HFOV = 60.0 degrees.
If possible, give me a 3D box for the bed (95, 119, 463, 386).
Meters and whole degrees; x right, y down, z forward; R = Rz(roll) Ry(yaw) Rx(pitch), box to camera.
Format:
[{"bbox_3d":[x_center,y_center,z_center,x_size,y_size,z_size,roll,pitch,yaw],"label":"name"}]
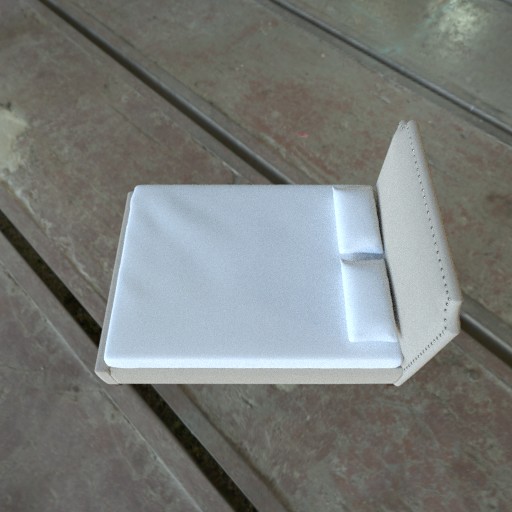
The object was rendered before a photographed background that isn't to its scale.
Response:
[{"bbox_3d":[0.000,0.000,3.435,2.372,1.443,1.713,0,59,0],"label":"bed"}]
